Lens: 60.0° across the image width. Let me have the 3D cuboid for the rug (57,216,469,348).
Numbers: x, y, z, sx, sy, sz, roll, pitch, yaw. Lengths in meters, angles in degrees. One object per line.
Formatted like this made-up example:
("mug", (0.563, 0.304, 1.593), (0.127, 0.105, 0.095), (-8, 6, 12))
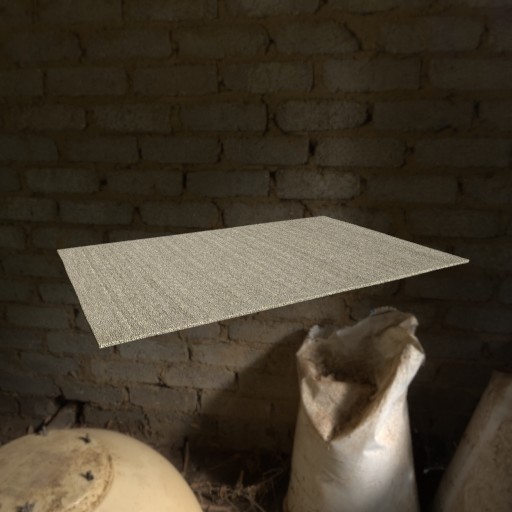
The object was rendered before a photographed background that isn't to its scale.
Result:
("rug", (0.000, 0.000, 2.947), (2.297, 0.018, 1.532), (-9, 20, -28))
